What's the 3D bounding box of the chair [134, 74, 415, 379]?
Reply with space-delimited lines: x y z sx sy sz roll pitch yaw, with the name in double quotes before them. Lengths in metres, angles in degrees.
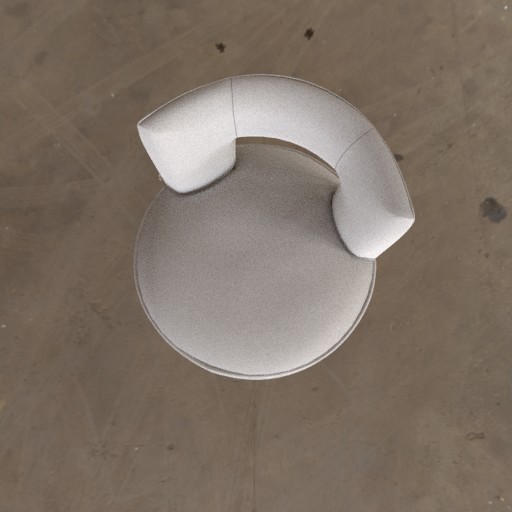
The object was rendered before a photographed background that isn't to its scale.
"chair" 0.000 0.000 1.230 0.650 0.723 0.665 20 75 5
